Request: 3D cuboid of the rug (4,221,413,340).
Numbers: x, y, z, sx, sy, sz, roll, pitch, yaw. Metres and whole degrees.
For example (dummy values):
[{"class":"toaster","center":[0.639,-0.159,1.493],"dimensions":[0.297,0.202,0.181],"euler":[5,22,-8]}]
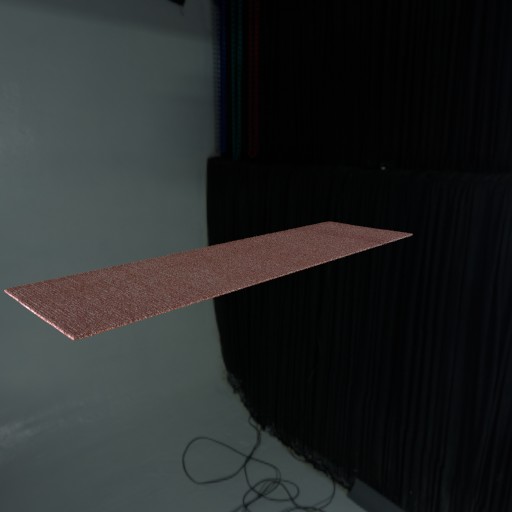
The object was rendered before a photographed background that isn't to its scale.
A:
[{"class":"rug","center":[0.000,0.000,2.409],"dimensions":[0.687,0.012,2.307],"euler":[14,20,43]}]
